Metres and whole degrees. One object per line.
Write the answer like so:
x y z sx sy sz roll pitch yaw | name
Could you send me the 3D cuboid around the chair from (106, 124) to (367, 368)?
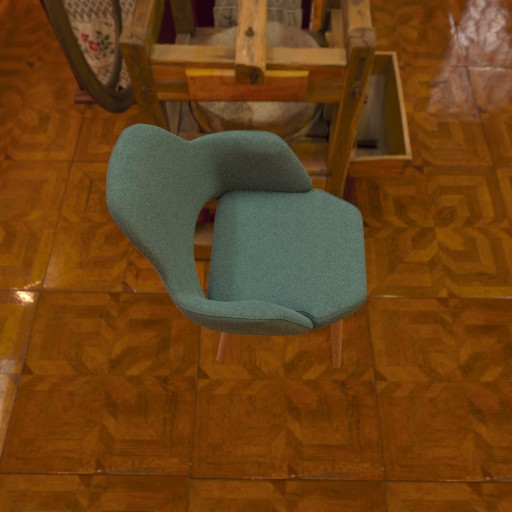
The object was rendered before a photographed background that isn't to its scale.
0.000 0.000 1.384 0.666 0.920 0.589 3 64 1 | chair
